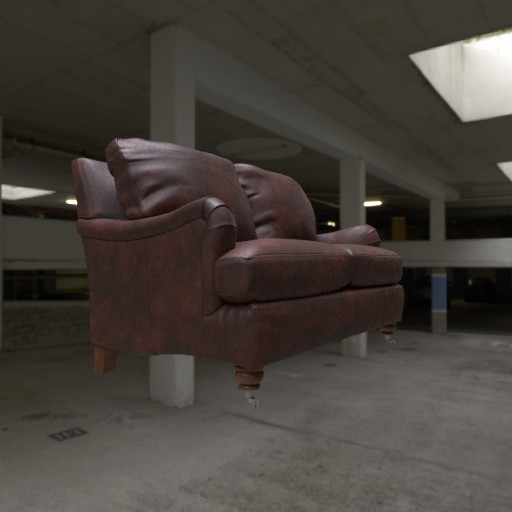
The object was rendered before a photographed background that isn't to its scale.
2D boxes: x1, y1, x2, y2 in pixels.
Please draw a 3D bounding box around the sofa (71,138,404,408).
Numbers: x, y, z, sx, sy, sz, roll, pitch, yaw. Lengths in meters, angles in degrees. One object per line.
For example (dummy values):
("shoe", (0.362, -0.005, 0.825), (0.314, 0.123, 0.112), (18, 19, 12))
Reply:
("sofa", (0.000, 0.000, 2.401), (1.148, 1.070, 1.628), (-1, -1, 36))
